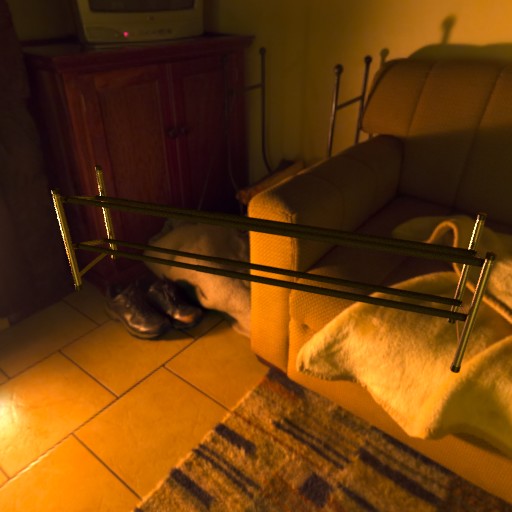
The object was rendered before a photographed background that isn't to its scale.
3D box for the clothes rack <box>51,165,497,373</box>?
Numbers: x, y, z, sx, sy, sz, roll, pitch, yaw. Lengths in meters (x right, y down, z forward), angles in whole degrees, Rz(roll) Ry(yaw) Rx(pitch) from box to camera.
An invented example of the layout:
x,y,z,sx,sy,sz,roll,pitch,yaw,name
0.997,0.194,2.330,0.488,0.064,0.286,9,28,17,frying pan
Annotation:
x,y,z,sx,sy,sz,roll,pitch,yaw,name
0.000,0.000,1.287,1.168,0.349,0.229,10,32,16,clothes rack
